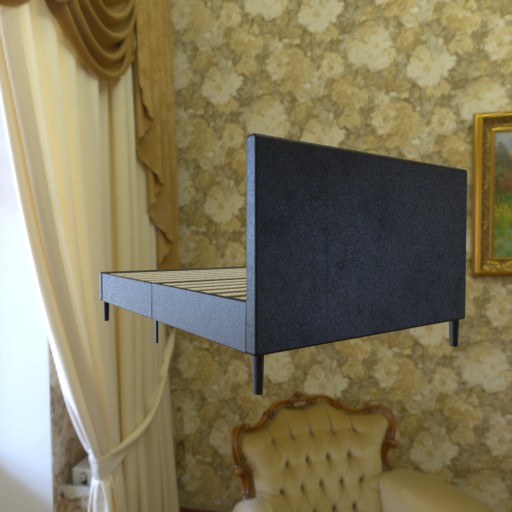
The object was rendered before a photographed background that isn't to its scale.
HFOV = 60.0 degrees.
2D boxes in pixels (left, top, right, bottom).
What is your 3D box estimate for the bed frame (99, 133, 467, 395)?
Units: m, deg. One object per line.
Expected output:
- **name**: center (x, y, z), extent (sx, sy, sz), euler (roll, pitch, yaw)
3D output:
- **bed frame**: center (0.000, 0.000, 3.283), extent (1.634, 1.127, 2.318), euler (-1, 2, -35)
